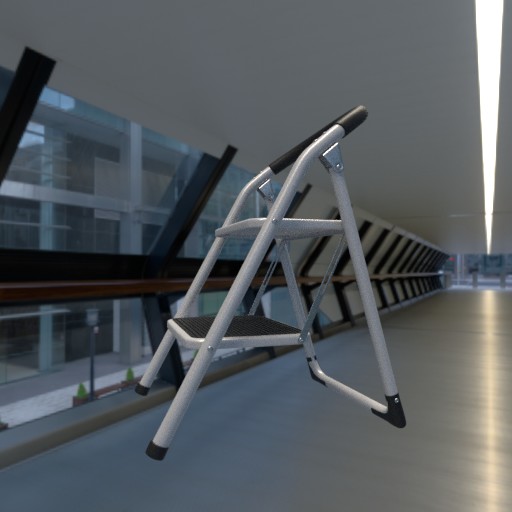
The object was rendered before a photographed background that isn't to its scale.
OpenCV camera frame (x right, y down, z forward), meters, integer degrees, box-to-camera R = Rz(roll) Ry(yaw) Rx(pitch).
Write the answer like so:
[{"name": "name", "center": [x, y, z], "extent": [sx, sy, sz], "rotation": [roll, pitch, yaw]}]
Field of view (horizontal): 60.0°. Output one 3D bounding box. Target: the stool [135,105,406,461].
[{"name": "stool", "center": [0.000, 0.000, 1.100], "extent": [0.559, 0.760, 0.453], "rotation": [0, -1, -18]}]
